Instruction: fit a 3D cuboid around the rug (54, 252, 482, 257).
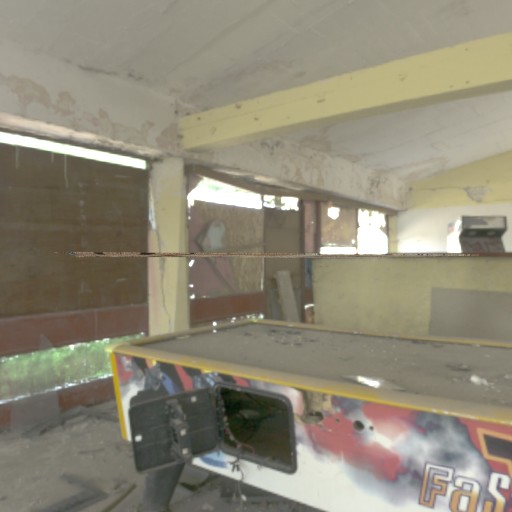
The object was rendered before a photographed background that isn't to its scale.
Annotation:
[{"bbox_3d":[0.000,0.000,2.406,1.918,0.007,1.268,0,-1,-18],"label":"rug"}]
